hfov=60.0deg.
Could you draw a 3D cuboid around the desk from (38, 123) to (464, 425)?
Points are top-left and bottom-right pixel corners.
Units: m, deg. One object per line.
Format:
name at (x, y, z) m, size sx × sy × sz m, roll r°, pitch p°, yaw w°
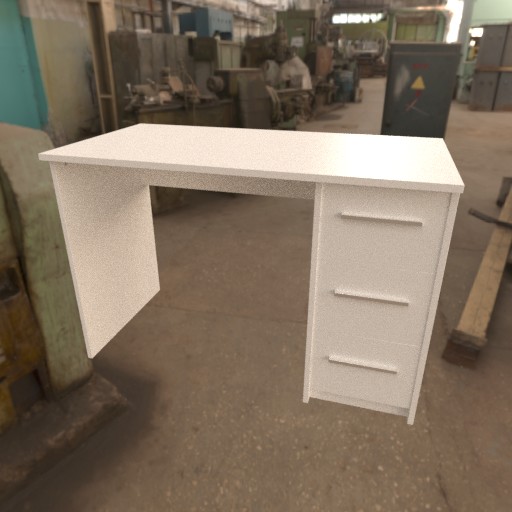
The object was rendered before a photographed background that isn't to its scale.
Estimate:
desk at (0.000, 0.000, 1.490) m, size 1.097 × 0.735 × 0.560 m, roll 7°, pitch 26°, yaw 15°
